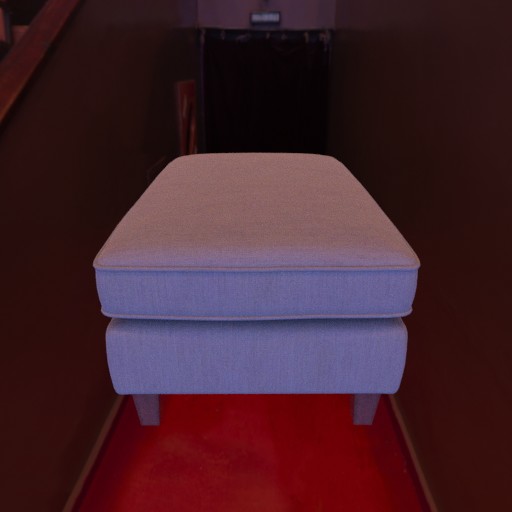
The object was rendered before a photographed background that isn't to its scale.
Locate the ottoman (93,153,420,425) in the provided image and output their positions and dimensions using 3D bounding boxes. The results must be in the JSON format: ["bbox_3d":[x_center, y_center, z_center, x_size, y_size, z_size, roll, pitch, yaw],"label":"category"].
[{"bbox_3d":[0.000,0.000,1.306,0.636,0.480,0.941,0,24,0],"label":"ottoman"}]
